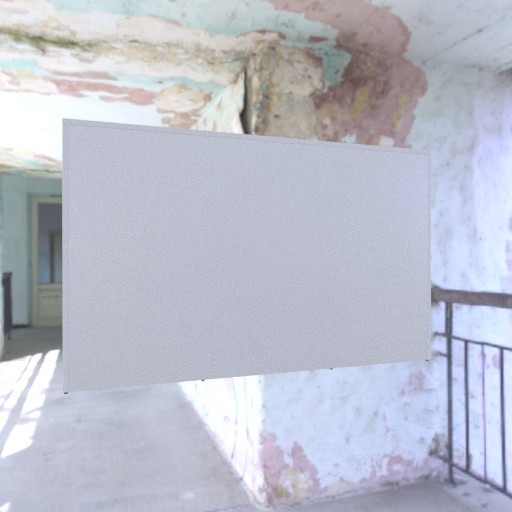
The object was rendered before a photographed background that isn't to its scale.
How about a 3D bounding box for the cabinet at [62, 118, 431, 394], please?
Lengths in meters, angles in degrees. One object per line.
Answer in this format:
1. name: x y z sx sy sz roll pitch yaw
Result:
1. cabinet: 0.000 0.000 1.848 1.450 0.900 0.380 0 0 -18
